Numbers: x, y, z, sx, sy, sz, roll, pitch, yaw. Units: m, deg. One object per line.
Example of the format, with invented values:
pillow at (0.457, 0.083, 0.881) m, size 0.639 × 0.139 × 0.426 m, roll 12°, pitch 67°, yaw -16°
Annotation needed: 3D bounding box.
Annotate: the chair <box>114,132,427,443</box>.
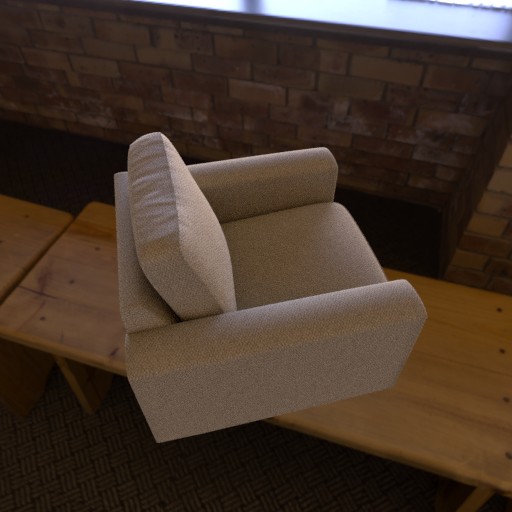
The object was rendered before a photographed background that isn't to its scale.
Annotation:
chair at (0.000, 0.000, 1.790) m, size 1.016 × 0.873 × 1.005 m, roll -10°, pitch 48°, yaw -9°
